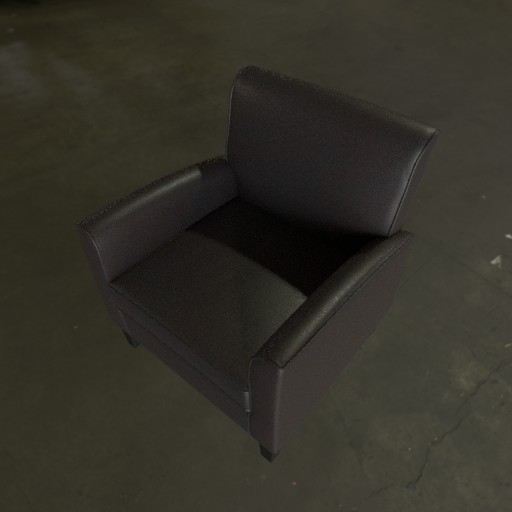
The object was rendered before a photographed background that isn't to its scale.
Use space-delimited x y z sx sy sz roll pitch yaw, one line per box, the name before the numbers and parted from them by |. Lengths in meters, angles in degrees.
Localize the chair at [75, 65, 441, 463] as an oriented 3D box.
chair | 0.000 0.000 1.534 0.820 0.916 0.819 30 52 27
